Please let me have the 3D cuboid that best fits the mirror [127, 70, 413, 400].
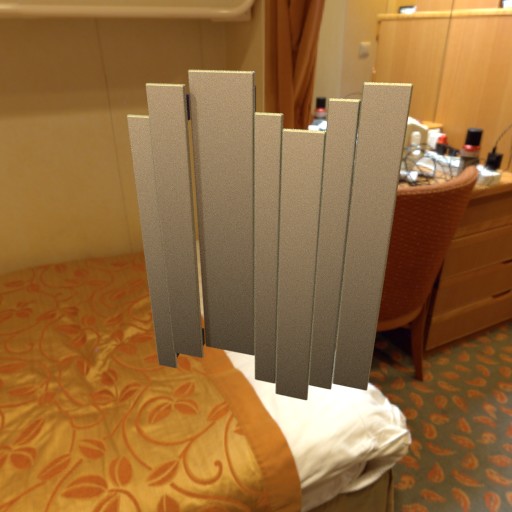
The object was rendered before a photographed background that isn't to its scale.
[{"bbox_3d":[0.000,0.000,0.793,0.445,0.611,0.058,8,28,15],"label":"mirror"}]
